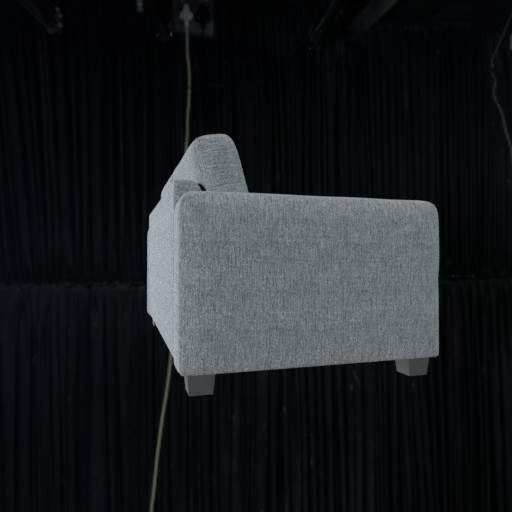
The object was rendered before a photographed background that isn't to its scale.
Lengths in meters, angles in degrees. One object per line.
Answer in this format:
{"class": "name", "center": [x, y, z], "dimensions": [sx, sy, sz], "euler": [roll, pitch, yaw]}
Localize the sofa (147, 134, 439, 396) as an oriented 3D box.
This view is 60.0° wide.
{"class": "sofa", "center": [0.000, 0.000, 2.055], "dimensions": [0.900, 0.800, 1.520], "euler": [0, 0, -17]}
